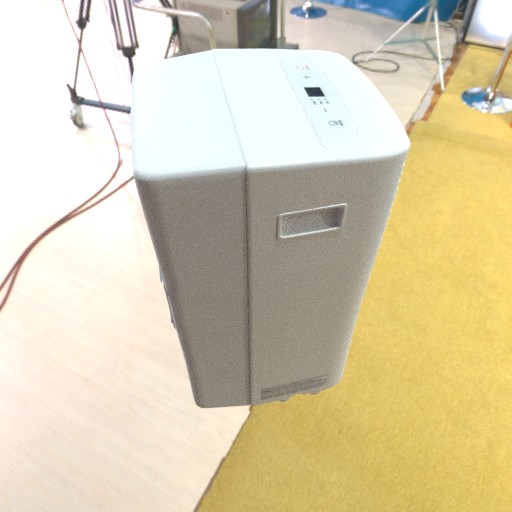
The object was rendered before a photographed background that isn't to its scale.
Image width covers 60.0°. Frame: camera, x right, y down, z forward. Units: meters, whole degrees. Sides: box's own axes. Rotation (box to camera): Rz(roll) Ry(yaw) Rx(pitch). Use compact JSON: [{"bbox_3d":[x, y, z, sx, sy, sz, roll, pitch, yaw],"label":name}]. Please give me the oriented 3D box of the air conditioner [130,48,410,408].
[{"bbox_3d":[0.000,0.000,0.786,0.349,0.606,0.304,-8,48,-7],"label":"air conditioner"}]
